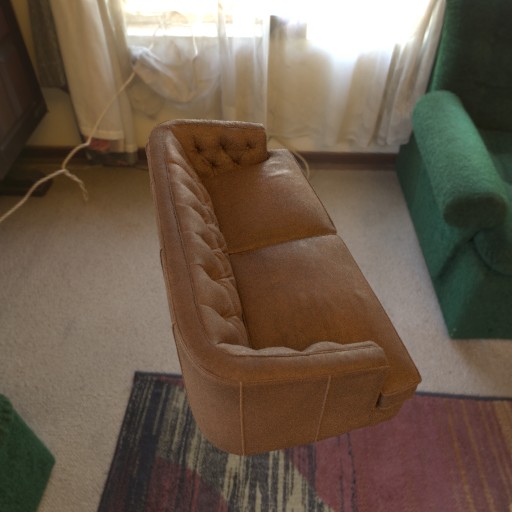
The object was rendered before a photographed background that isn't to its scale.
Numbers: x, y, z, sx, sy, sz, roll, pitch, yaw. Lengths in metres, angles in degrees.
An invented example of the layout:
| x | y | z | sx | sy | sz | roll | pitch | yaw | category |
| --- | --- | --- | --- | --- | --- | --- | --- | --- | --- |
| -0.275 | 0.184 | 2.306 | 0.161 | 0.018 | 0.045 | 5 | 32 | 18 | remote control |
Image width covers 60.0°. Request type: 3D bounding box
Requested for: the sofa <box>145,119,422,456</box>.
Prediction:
| x | y | z | sx | sy | sz | roll | pitch | yaw | category |
| --- | --- | --- | --- | --- | --- | --- | --- | --- | --- |
| 0.000 | 0.000 | 2.251 | 0.917 | 0.799 | 1.767 | -10 | 46 | -10 | sofa |
